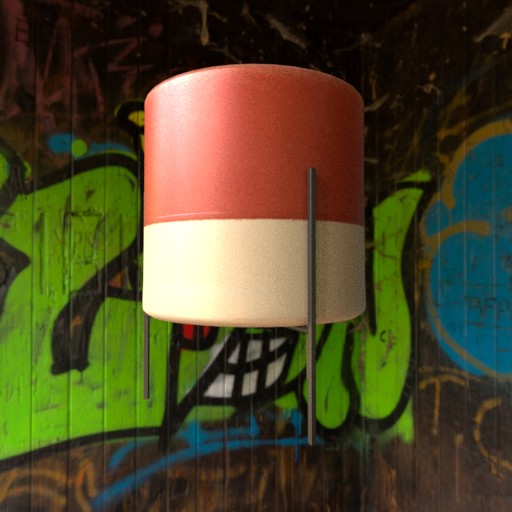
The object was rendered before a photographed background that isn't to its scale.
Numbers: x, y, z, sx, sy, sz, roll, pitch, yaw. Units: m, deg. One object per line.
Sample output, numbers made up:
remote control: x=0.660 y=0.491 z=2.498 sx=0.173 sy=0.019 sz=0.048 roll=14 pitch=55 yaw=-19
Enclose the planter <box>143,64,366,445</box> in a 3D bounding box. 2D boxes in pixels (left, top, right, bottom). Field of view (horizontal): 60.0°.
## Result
planter: x=0.000 y=0.000 z=0.710 sx=0.345 sy=0.465 sz=0.354 roll=-1 pitch=-1 yaw=36
